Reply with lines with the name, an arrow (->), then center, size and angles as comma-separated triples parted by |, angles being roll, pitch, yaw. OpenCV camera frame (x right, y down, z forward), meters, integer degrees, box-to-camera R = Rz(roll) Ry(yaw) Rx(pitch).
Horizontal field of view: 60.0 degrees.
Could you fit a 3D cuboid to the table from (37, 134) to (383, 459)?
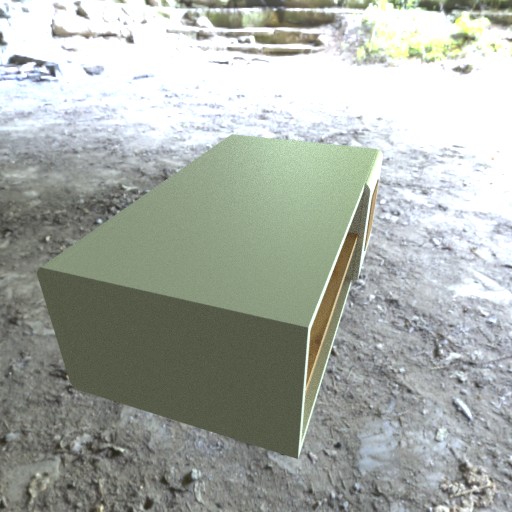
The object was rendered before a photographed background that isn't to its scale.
table -> 0.000, 0.000, 1.432 | 0.639, 0.442, 1.097 | 10, 33, 17
